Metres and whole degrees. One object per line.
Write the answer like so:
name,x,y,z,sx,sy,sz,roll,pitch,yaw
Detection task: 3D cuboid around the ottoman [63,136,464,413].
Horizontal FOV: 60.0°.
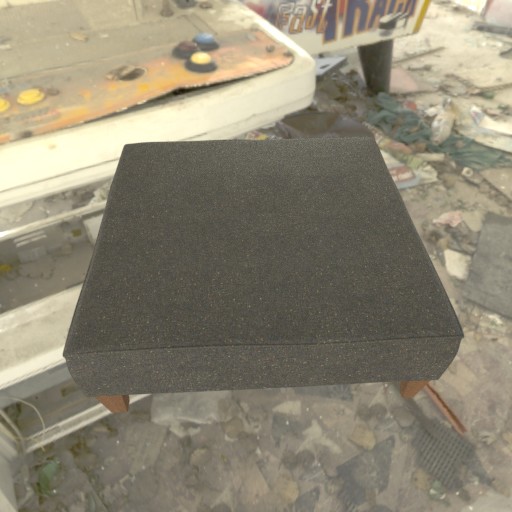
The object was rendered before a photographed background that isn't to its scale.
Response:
ottoman,0.000,0.000,1.537,1.004,0.382,0.968,-2,45,-2
